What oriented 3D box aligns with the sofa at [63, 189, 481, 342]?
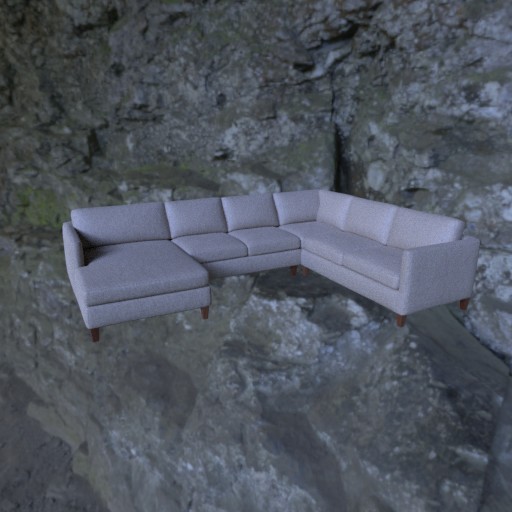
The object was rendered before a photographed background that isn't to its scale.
[{"bbox_3d":[0.000,0.000,4.459,3.403,0.889,2.551,-8,19,-26],"label":"sofa"}]
